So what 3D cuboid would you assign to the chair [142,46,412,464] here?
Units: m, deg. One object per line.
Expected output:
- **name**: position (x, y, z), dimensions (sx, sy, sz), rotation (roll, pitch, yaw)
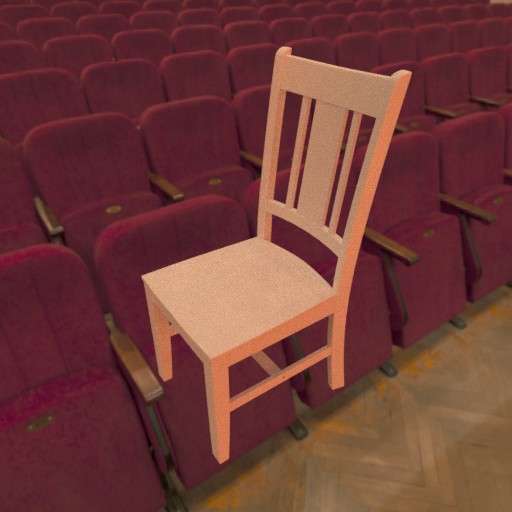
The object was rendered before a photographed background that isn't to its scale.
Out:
- **chair**: position (0.000, 0.000, 1.260), dimensions (0.555, 0.998, 0.450), rotation (-21, 38, -29)
